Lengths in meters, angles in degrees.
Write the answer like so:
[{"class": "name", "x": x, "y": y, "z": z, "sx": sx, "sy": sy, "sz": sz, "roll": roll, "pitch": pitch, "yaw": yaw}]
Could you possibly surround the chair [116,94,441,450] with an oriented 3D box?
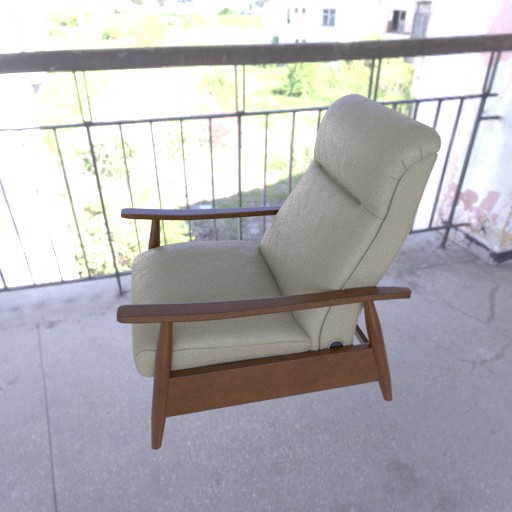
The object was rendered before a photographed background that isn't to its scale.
[{"class": "chair", "x": 0.000, "y": 0.000, "z": 1.733, "sx": 1.014, "sy": 1.082, "sz": 0.762, "roll": -7, "pitch": 32, "yaw": -12}]
